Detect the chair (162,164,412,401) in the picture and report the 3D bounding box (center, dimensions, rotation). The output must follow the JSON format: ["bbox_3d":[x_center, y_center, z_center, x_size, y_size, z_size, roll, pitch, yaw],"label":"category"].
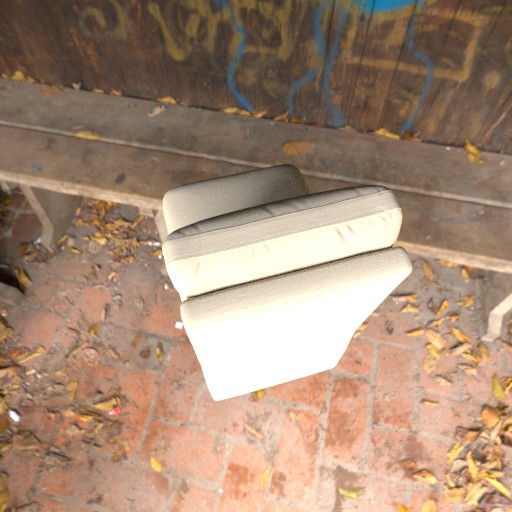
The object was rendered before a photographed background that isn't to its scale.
[{"bbox_3d":[0.000,0.000,1.366,0.503,0.927,0.698,-14,60,-8],"label":"chair"}]
